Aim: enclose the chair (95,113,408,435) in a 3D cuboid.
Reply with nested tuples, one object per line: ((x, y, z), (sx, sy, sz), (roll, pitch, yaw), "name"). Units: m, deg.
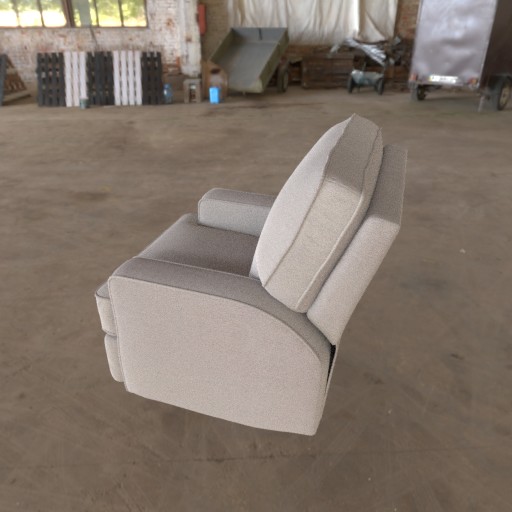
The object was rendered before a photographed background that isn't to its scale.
((0.000, 0.000, 1.674), (0.969, 0.964, 0.861), (9, 30, 16), "chair")
